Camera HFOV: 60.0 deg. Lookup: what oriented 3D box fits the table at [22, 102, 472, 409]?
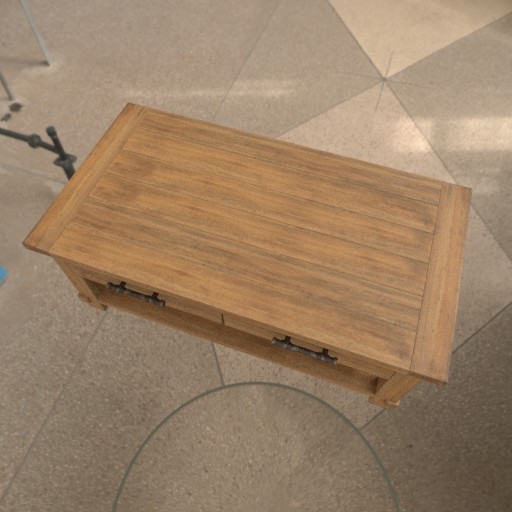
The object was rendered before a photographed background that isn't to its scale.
[{"bbox_3d":[0.000,0.000,1.607,1.270,0.494,0.693,17,60,10],"label":"table"}]
